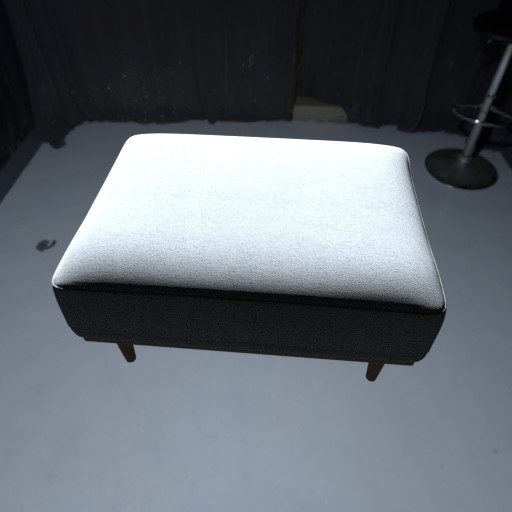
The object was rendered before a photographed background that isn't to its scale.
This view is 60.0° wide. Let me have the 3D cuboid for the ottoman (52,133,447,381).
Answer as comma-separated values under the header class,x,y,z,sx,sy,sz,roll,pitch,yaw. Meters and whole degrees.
class,x,y,z,sx,sy,sz,roll,pitch,yaw
ottoman,0.000,0.000,1.093,0.749,0.428,0.549,4,47,3
